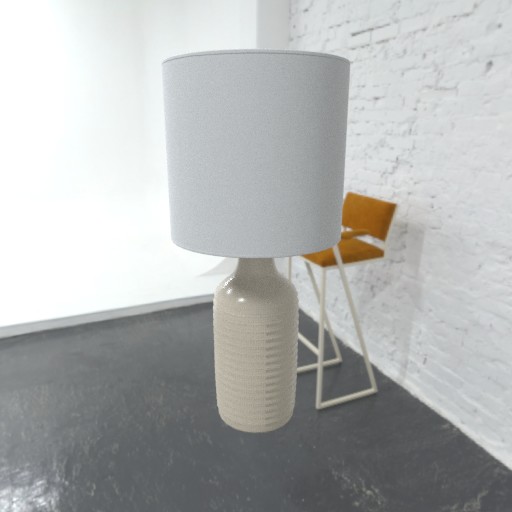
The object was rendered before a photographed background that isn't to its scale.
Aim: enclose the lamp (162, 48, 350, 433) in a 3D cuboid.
[{"bbox_3d":[0.000,0.000,0.594,0.220,0.475,0.220,-15,22,-42],"label":"lamp"}]
